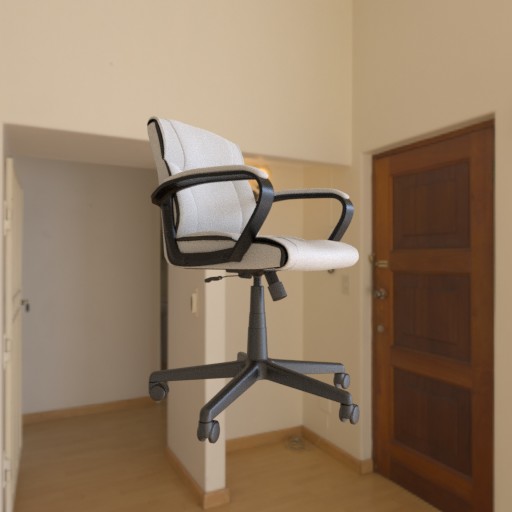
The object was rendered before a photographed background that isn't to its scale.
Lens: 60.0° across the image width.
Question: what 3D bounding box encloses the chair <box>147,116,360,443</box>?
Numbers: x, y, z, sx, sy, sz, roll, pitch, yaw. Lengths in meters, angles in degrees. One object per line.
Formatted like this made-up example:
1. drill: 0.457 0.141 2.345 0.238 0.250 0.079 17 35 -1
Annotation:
1. chair: 0.000 0.000 1.516 0.717 1.004 0.739 0 0 37
